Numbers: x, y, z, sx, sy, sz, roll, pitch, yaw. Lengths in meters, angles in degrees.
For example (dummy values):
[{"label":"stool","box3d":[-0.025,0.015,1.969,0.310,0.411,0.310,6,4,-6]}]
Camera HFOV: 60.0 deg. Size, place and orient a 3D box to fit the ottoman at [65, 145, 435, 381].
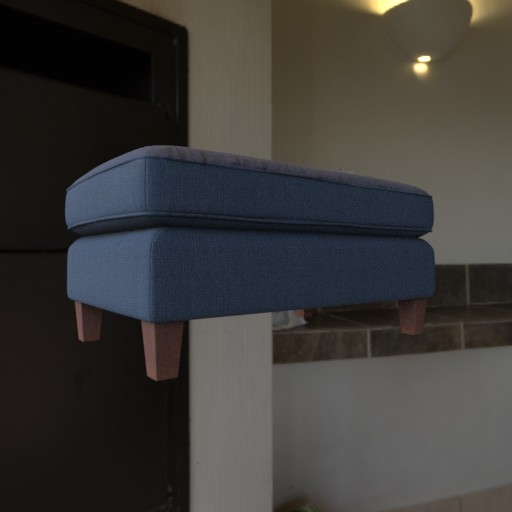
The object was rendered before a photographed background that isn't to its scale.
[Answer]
[{"label":"ottoman","box3d":[0.000,0.000,1.208,0.885,0.438,0.570,0,0,-37]}]
